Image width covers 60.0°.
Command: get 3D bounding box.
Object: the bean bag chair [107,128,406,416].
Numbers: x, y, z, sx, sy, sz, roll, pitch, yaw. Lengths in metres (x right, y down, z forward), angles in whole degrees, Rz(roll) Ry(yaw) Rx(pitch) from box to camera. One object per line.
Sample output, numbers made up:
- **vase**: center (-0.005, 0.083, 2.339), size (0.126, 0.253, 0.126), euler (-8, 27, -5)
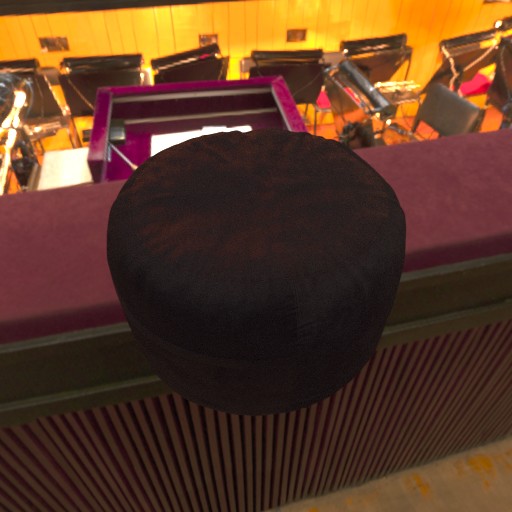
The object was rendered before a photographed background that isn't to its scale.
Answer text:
- **bean bag chair**: center (0.000, 0.000, 1.962), size (1.219, 0.762, 1.219), euler (0, 45, 0)
